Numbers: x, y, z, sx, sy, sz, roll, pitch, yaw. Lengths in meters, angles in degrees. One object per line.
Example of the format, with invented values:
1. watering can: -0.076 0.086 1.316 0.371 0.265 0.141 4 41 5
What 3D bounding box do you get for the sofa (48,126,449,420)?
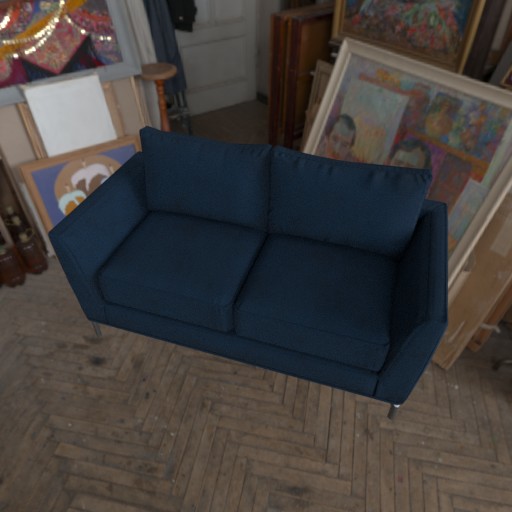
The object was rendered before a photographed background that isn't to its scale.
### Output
1. sofa: 0.000 0.000 2.298 1.770 1.002 0.853 12 43 14
